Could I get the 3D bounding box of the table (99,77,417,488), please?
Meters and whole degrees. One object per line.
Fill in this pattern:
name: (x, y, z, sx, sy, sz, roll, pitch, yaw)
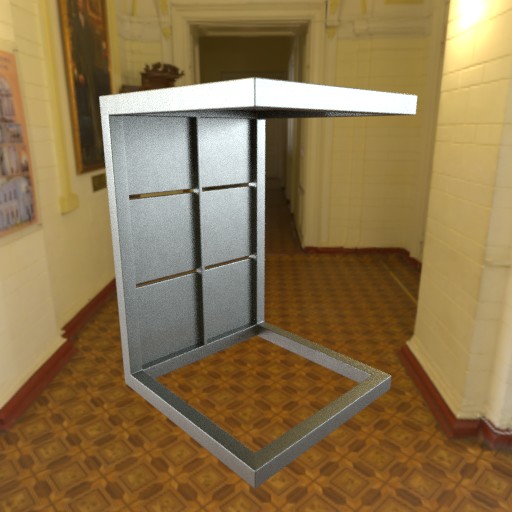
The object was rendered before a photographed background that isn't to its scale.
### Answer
table: (0.000, 0.000, 0.892, 0.405, 0.609, 0.420, -15, 21, -42)
